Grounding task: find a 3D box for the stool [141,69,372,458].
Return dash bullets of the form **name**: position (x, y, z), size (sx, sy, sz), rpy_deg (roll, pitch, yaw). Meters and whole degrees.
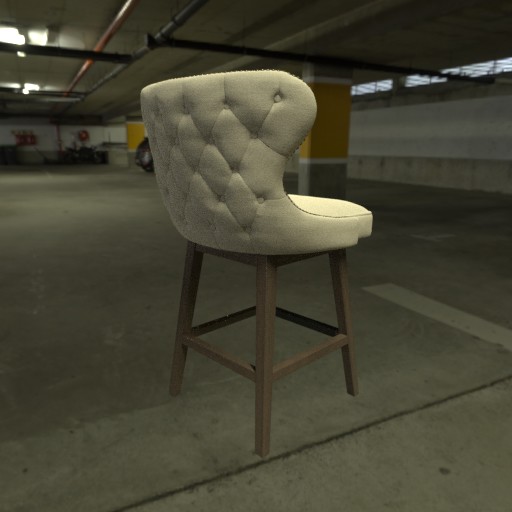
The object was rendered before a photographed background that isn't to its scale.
- **stool**: position (0.000, 0.000, 1.358), size (0.597, 0.972, 0.615), rpy_deg (-13, 19, -43)
